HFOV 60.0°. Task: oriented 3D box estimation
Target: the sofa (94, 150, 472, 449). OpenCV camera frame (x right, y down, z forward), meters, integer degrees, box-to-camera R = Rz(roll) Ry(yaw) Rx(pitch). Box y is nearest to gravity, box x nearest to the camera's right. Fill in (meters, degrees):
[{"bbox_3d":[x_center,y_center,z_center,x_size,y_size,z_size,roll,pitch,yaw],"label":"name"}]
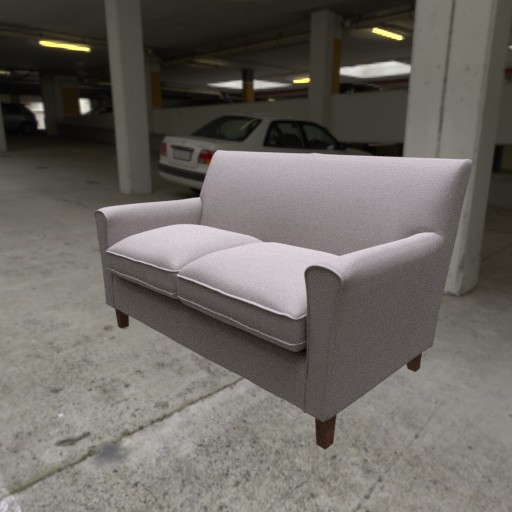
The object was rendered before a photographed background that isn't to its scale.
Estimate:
[{"bbox_3d":[0.000,0.000,2.017,0.888,0.890,1.482,-15,21,-43],"label":"sofa"}]
